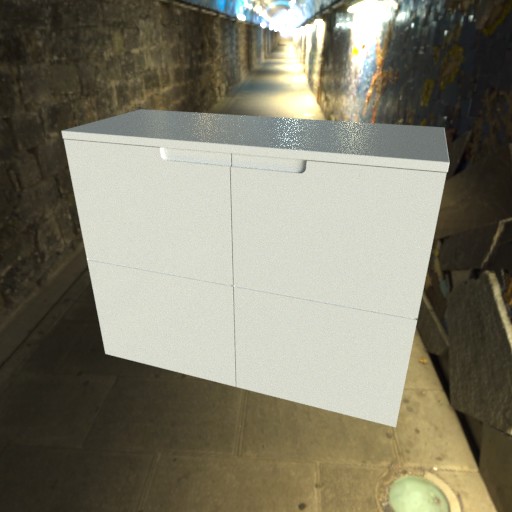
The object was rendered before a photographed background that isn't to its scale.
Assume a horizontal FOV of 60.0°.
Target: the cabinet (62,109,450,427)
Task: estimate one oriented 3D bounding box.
[{"bbox_3d":[0.000,0.000,1.427,1.000,0.800,0.400,9,28,17],"label":"cabinet"}]
